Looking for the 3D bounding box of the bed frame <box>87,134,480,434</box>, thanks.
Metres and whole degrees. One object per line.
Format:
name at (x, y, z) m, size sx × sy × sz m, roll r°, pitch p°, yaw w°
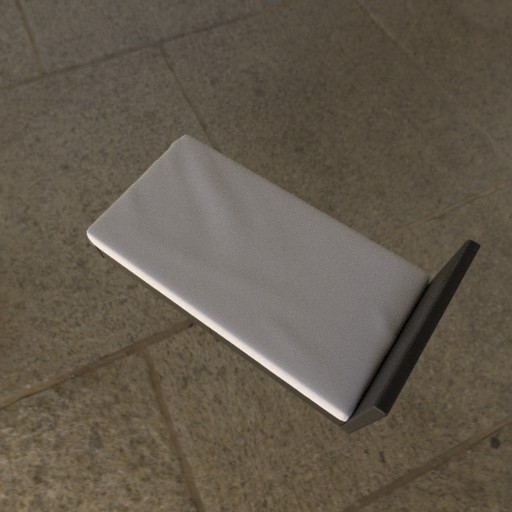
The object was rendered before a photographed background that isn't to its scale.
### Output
bed frame at (0.000, 0.000, 2.655) m, size 2.152 × 1.046 × 1.038 m, roll 33°, pitch 68°, yaw 15°
